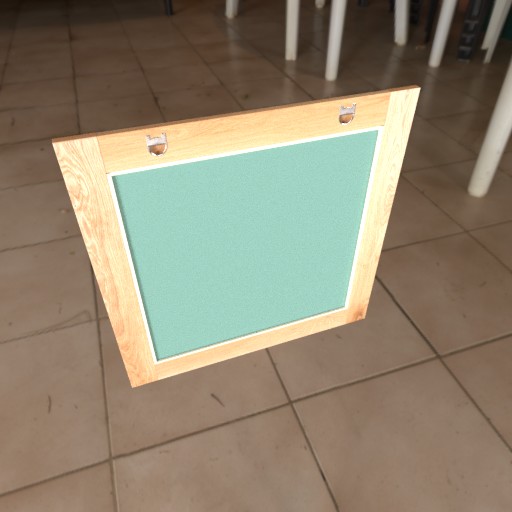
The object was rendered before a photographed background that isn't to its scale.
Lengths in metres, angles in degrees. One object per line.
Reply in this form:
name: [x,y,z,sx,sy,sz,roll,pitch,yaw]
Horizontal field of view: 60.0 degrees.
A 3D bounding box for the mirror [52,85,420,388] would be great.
mirror: [0.000,0.000,1.183,0.800,0.800,0.020,-14,43,-15]
